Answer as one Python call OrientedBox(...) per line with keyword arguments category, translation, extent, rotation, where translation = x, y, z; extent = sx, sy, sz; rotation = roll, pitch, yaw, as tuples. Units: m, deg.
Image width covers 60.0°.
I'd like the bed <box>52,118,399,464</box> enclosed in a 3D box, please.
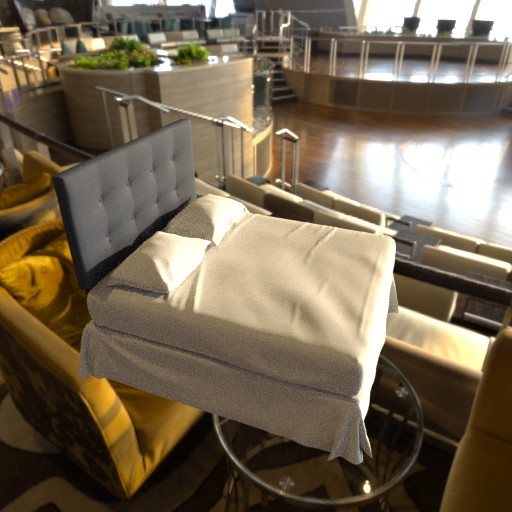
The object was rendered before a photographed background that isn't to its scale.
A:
OrientedBox(category="bed", translation=(0.000, 0.000, 3.418), extent=(2.222, 1.577, 1.936), rotation=(11, 32, 18))
